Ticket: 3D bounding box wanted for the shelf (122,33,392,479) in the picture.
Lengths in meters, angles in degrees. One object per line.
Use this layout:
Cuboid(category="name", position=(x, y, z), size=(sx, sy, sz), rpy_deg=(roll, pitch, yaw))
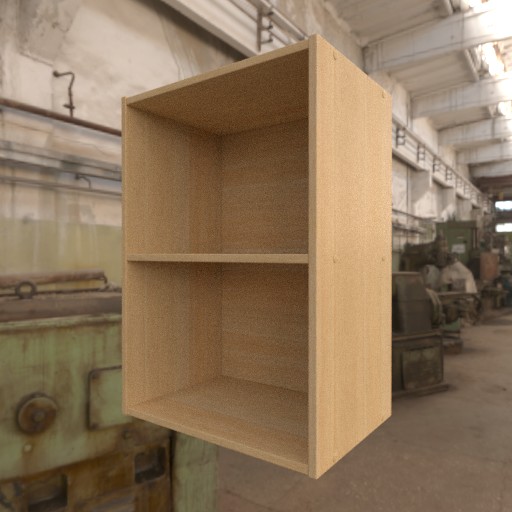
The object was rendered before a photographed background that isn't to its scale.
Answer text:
Cuboid(category="shelf", position=(0.000, 0.000, 0.825), size=(0.414, 0.592, 0.290), rpy_deg=(0, 0, 36))
